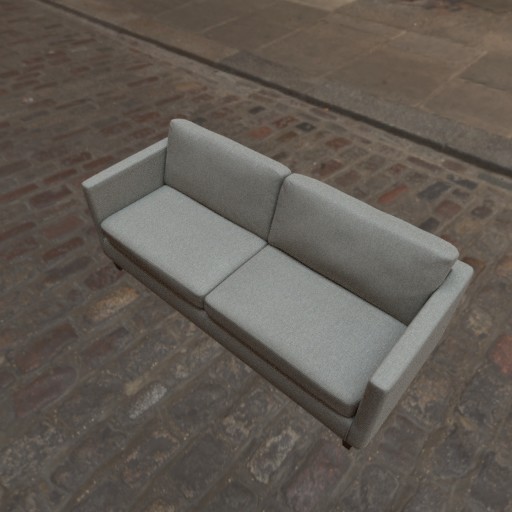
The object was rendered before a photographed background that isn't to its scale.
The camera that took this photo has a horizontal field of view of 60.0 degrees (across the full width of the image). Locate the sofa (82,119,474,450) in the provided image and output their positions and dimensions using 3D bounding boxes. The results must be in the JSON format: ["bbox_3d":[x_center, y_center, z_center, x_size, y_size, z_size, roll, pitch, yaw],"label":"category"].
[{"bbox_3d":[0.000,0.000,2.730,2.208,0.963,0.956,32,53,27],"label":"sofa"}]
